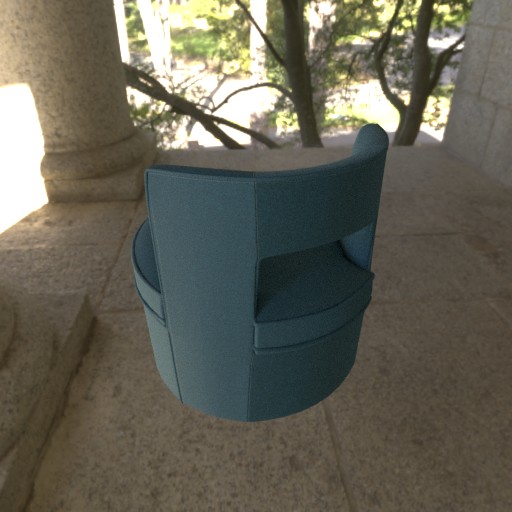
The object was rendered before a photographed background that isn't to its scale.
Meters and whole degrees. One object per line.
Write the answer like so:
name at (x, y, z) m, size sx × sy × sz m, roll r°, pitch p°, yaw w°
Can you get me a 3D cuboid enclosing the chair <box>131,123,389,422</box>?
chair at (0.000, 0.000, 1.262) m, size 0.684 × 0.711 × 0.660 m, roll -19°, pitch 35°, yaw -28°
